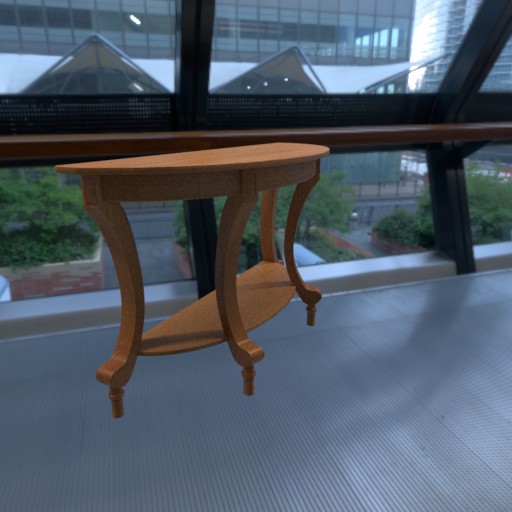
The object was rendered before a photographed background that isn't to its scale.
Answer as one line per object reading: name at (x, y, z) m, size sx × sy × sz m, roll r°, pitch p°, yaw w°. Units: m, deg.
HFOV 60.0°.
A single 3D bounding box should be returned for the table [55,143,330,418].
table at (0.000, 0.000, 1.514) m, size 0.394 × 0.692 × 1.198 m, roll 9°, pitch 19°, yaw 26°
